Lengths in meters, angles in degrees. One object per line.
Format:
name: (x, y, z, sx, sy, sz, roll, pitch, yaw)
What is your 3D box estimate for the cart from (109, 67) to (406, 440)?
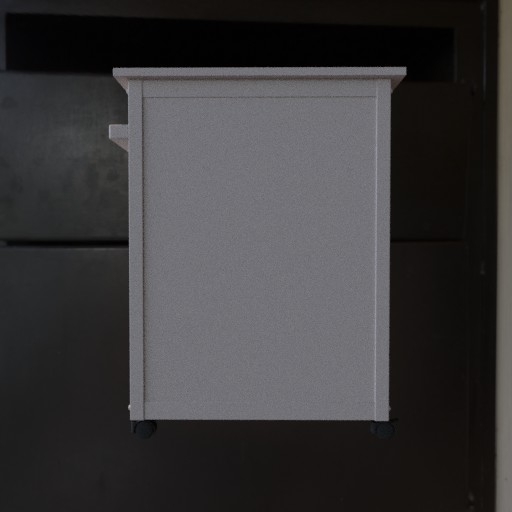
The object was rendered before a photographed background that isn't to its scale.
cart: (0.000, 0.000, 1.235, 0.683, 0.864, 0.442, 0, 1, 0)
